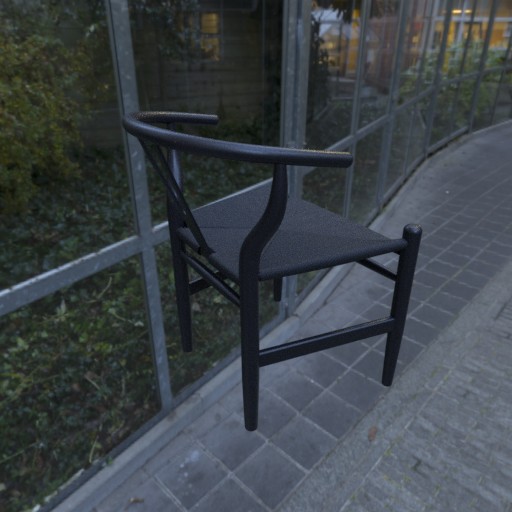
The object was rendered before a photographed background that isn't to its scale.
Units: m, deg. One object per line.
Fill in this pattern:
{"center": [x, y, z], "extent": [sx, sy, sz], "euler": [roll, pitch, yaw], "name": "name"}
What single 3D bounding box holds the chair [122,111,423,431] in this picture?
{"center": [0.000, 0.000, 1.152], "extent": [0.579, 0.730, 0.569], "euler": [-16, 31, -29], "name": "chair"}
